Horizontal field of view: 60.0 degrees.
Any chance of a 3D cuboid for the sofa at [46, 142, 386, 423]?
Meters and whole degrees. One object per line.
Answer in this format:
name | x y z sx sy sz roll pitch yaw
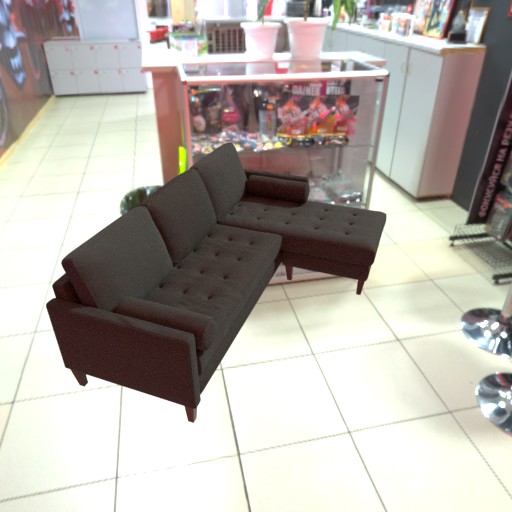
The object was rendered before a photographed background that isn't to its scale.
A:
sofa | 0.000 0.000 2.986 1.506 0.876 2.178 11 33 17
